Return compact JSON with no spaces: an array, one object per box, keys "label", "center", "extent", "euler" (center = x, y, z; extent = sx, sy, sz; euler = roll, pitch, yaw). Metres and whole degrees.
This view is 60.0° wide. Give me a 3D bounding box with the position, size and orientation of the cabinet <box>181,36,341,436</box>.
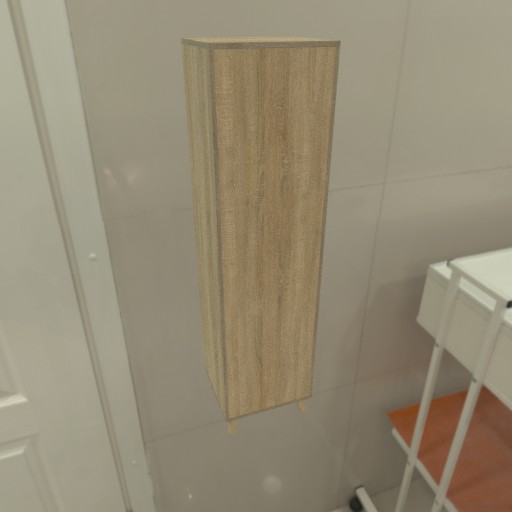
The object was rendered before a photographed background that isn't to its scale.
[{"label":"cabinet","center":[0.000,0.000,2.230],"extent":[0.510,1.960,0.450],"euler":[-10,30,-18]}]
